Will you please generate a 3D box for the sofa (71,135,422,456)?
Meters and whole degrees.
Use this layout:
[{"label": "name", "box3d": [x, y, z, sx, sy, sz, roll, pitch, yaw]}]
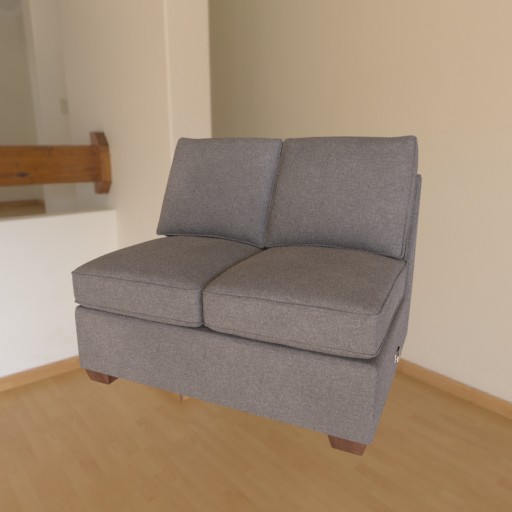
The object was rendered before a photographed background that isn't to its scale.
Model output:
[{"label": "sofa", "box3d": [0.000, 0.000, 1.911, 1.237, 1.008, 0.951, 6, 15, 24]}]
